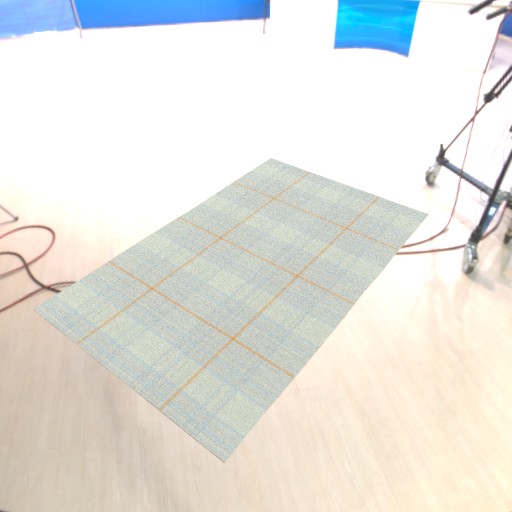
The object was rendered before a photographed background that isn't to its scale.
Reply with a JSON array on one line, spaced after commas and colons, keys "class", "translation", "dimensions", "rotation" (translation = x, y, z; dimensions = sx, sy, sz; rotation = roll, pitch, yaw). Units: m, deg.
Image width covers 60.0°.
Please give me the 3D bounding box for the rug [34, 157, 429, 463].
[{"class": "rug", "translation": [0.000, 0.000, 3.068], "dimensions": [1.527, 0.016, 2.442], "rotation": [26, 47, 28]}]
